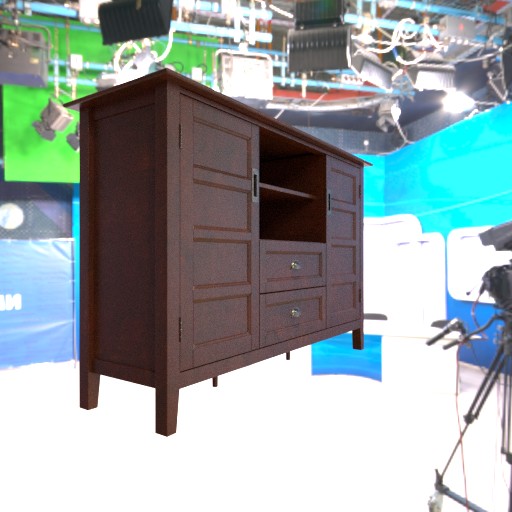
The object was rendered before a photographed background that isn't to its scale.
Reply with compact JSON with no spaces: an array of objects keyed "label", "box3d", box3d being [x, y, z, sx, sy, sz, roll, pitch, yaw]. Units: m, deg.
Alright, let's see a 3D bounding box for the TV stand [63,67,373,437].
[{"label":"TV stand","box3d":[0.000,0.000,1.755,0.445,0.915,1.372,0,0,35]}]
